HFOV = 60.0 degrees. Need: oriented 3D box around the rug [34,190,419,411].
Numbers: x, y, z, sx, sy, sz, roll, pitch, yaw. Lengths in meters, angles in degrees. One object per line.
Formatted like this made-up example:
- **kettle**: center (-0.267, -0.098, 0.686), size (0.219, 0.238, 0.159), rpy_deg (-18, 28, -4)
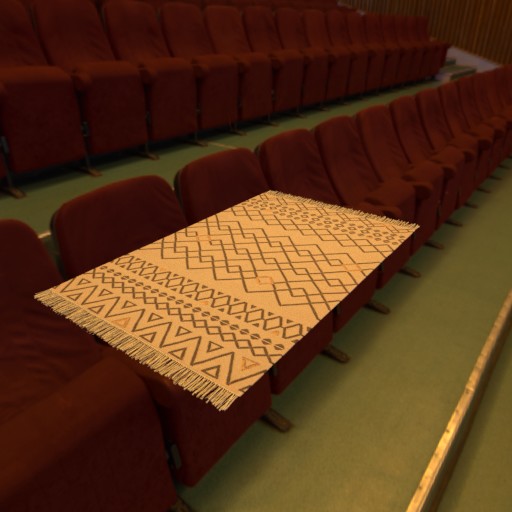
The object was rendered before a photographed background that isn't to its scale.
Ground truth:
- **rug**: center (0.000, 0.000, 2.547), size (1.224, 0.028, 2.023), rpy_deg (19, 32, 32)
